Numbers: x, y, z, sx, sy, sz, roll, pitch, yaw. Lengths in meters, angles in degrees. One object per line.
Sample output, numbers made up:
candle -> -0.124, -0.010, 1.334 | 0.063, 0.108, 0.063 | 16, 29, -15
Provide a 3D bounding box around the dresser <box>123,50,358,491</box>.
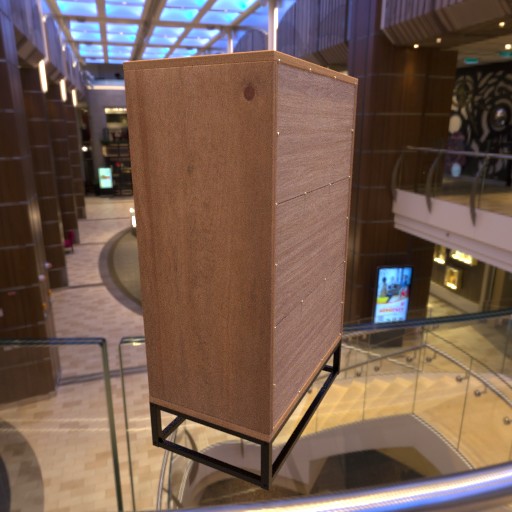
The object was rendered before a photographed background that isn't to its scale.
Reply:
dresser -> 0.000, 0.000, 1.607 | 0.479, 1.240, 0.761 | 8, 18, 26
